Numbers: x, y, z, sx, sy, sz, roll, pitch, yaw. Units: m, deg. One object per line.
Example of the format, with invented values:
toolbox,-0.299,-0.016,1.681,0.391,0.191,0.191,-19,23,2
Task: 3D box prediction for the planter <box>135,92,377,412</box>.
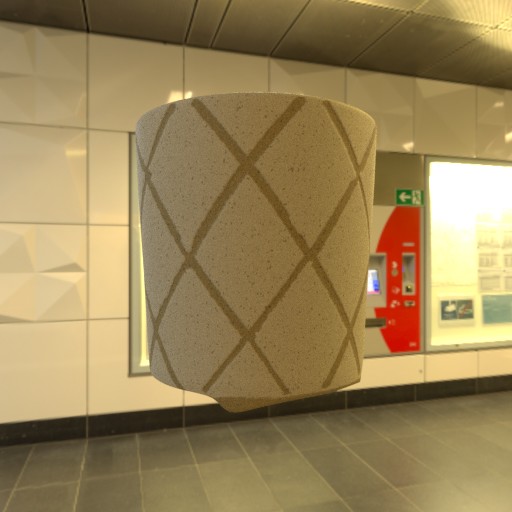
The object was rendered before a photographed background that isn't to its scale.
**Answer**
planter,0.000,0.000,0.363,0.191,0.199,0.191,0,0,0
